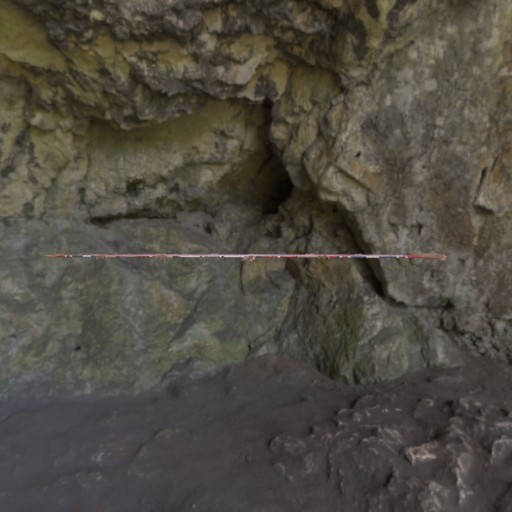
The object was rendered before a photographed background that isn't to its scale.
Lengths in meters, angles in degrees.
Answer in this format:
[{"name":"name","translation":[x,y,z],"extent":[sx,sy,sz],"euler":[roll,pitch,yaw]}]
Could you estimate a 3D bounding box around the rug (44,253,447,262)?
[{"name":"rug","translation":[0.000,0.000,2.667],"extent":[2.025,0.040,1.469],"euler":[0,1,18]}]
